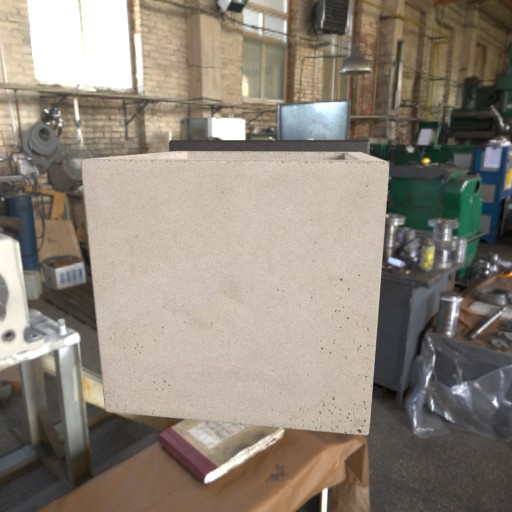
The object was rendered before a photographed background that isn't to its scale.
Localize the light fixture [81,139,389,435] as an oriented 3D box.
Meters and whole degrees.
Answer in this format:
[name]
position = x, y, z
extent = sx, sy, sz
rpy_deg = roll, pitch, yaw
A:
[light fixture]
position = 0.000, 0.000, 0.239
extent = 0.121, 0.121, 0.143
rpy_deg = 2, 15, 8
